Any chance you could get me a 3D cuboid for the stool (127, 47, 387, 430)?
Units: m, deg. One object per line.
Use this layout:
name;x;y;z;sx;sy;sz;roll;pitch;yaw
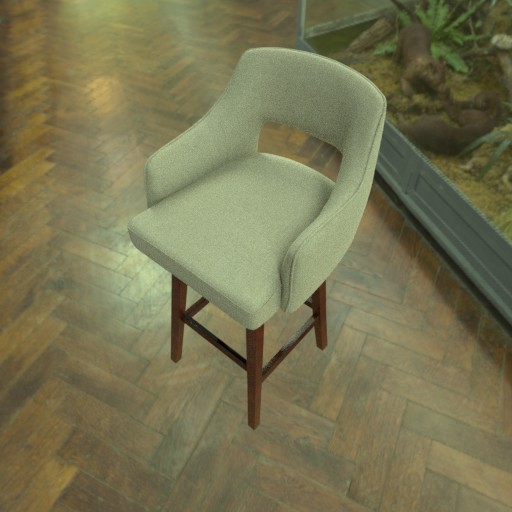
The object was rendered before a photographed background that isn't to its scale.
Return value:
stool;0.000;0.000;1.362;0.550;1.041;0.560;32;55;26
